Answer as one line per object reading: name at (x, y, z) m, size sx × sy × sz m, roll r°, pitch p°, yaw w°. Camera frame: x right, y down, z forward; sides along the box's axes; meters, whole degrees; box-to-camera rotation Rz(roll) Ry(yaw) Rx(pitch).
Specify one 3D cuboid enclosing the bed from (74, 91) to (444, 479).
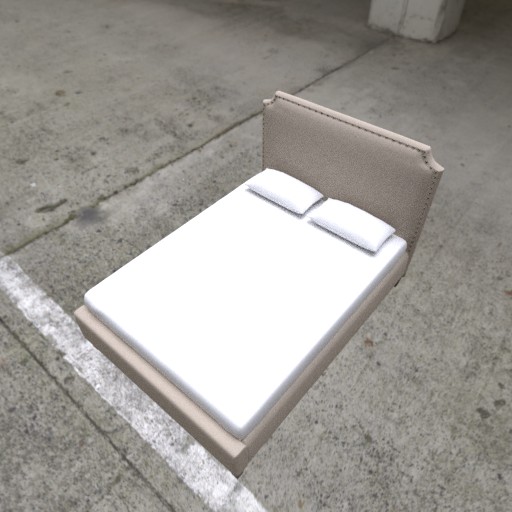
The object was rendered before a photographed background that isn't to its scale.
bed at (0.000, 0.000, 3.459) m, size 1.713 × 1.443 × 2.372 m, roll 31°, pitch 53°, yaw 27°
